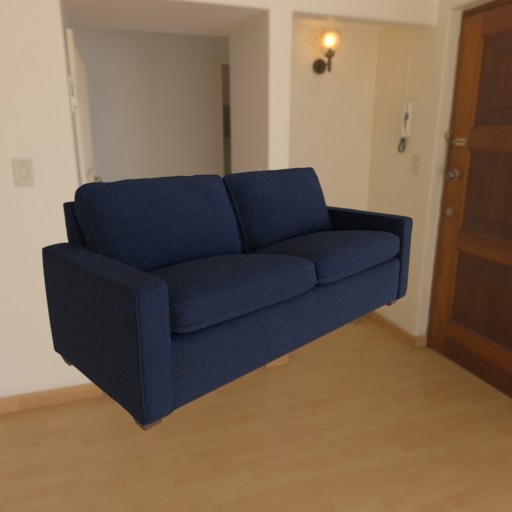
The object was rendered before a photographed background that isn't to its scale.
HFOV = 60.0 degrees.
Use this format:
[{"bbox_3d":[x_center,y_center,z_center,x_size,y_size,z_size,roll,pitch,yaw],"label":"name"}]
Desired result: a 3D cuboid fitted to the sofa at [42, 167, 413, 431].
[{"bbox_3d":[0.000,0.000,2.558,2.080,0.919,0.940,-14,21,-43],"label":"sofa"}]
